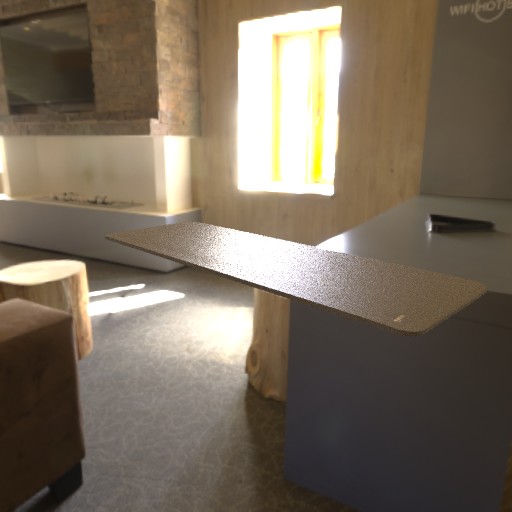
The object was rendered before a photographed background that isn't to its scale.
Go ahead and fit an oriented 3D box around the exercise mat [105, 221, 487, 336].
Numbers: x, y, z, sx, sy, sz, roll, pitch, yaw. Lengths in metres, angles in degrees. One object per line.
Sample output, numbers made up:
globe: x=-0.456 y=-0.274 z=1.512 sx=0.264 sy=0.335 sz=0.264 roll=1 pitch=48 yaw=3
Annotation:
exercise mat: x=0.000 y=0.000 z=2.092 sx=1.884 sy=0.021 sz=0.616 roll=14 pitch=21 yaw=43
